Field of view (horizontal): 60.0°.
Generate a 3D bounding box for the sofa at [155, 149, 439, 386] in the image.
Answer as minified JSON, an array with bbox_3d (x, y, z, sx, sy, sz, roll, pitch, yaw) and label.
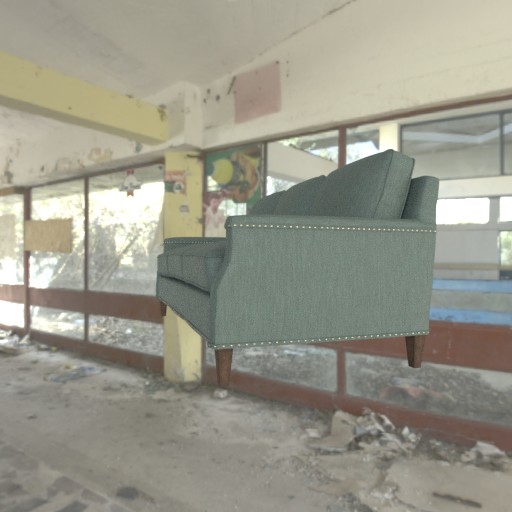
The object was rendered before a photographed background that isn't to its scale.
[{"bbox_3d":[0.000,0.000,2.873,1.084,1.003,2.246,0,0,-18],"label":"sofa"}]
